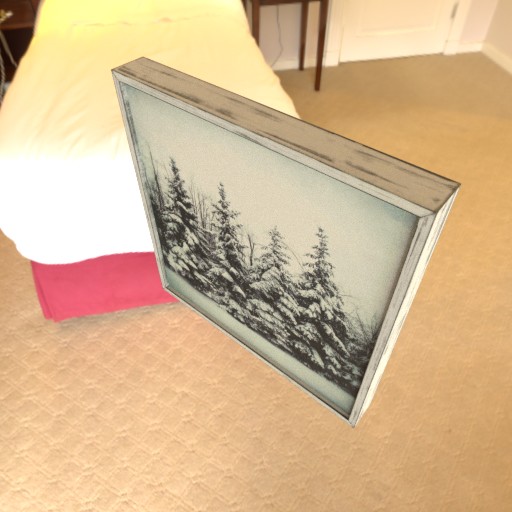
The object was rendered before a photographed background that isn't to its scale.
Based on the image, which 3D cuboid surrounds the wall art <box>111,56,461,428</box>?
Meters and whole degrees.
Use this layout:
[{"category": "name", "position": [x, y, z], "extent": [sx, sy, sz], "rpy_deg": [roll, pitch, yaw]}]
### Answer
[{"category": "wall art", "position": [0.000, 0.000, 0.443], "extent": [0.303, 0.303, 0.036], "rpy_deg": [31, 54, 26]}]
